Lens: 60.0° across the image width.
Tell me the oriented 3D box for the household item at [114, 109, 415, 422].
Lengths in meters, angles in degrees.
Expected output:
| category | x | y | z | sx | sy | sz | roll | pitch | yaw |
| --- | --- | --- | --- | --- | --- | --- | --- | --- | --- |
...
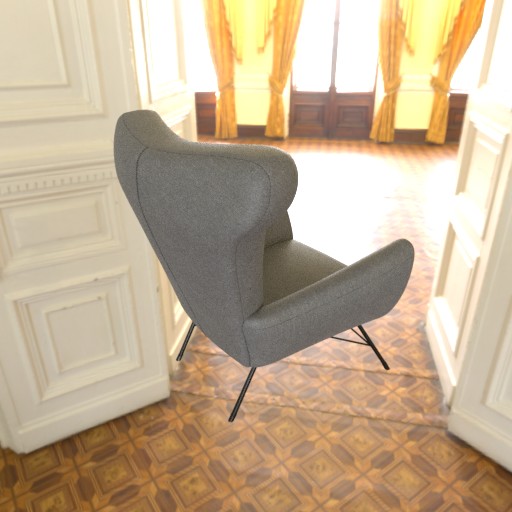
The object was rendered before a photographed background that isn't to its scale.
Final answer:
| category | x | y | z | sx | sy | sz | roll | pitch | yaw |
| --- | --- | --- | --- | --- | --- | --- | --- | --- | --- |
| household item | 0.000 | 0.000 | 1.737 | 0.900 | 1.050 | 0.980 | -18 | 31 | -32 |
